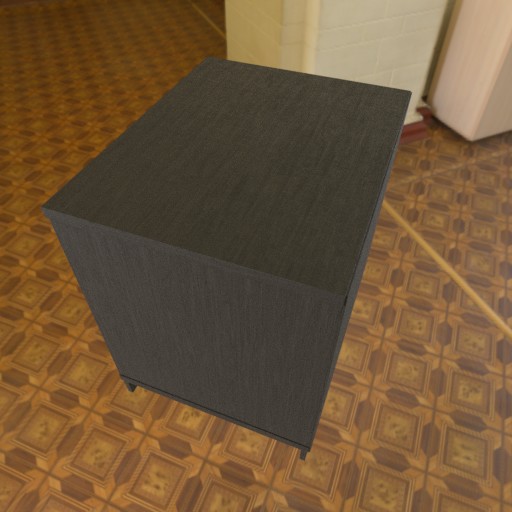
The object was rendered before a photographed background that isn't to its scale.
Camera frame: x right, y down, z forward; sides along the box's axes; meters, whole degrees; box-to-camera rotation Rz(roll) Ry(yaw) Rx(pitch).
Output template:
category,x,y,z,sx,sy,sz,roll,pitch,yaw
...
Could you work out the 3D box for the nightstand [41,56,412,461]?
category,x,y,z,sx,sy,sz,roll,pitch,yaw
nightstand,0.000,0.000,0.747,0.347,0.448,0.427,16,49,14
